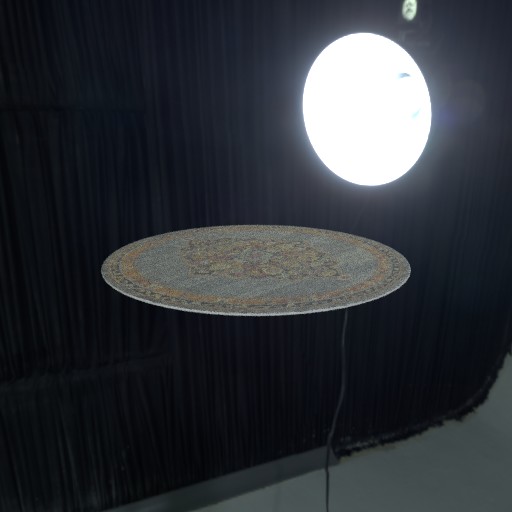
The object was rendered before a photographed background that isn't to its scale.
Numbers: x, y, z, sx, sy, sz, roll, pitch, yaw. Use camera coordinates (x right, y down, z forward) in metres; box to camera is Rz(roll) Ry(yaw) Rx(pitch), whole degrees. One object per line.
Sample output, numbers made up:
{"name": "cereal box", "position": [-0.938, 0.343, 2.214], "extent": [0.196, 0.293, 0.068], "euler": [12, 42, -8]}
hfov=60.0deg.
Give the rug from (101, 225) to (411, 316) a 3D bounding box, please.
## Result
{"name": "rug", "position": [0.000, 0.000, 2.416], "extent": [1.598, 0.010, 1.598], "euler": [0, 16, 0]}
